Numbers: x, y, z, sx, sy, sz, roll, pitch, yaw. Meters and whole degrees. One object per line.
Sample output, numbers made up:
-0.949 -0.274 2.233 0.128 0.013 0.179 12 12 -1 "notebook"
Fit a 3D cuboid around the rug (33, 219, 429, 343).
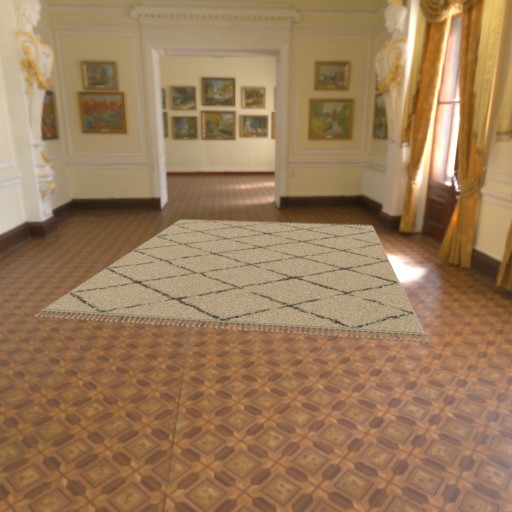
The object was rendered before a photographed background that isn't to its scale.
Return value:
0.000 0.000 4.056 2.380 0.013 3.051 2 17 8 "rug"
